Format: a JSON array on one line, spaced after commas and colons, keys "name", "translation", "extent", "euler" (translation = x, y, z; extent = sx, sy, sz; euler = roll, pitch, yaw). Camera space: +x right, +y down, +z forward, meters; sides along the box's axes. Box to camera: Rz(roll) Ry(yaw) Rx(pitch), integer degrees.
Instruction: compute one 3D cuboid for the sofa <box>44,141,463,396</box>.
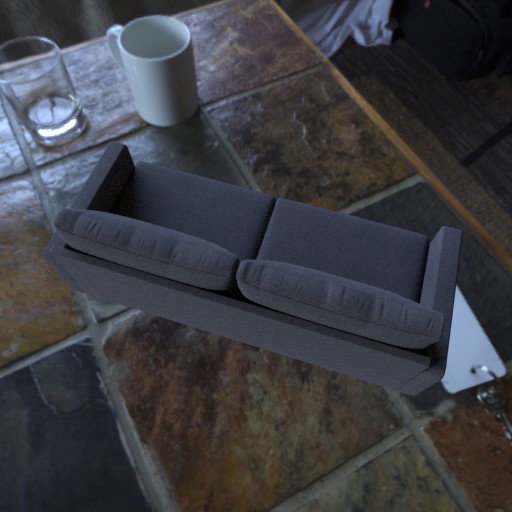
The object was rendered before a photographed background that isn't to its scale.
[{"name": "sofa", "translation": [0.000, 0.000, 2.533], "extent": [2.100, 0.880, 0.880], "euler": [16, 64, 8]}]
